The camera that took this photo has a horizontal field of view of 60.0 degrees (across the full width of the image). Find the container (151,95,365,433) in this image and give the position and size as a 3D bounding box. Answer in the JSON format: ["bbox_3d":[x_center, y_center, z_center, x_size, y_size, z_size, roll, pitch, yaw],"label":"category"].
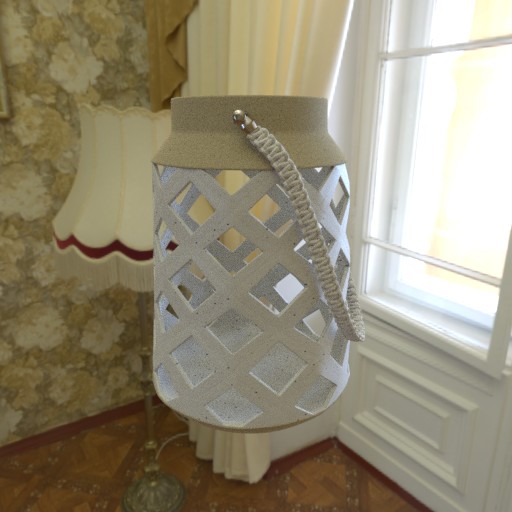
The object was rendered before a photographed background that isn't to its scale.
[{"bbox_3d":[0.000,0.000,0.342,0.172,0.229,0.163,2,17,8],"label":"container"}]
